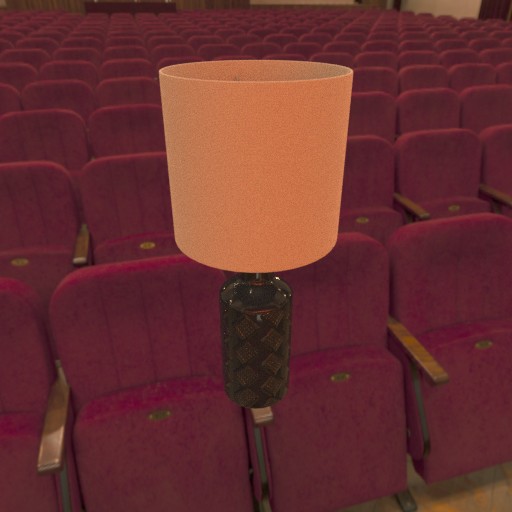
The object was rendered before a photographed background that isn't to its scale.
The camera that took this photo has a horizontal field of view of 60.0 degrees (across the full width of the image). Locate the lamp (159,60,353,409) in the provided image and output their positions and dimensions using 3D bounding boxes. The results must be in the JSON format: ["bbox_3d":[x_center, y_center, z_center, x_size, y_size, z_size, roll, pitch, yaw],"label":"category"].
[{"bbox_3d":[0.000,0.000,0.589,0.207,0.461,0.207,-7,30,-13],"label":"lamp"}]
